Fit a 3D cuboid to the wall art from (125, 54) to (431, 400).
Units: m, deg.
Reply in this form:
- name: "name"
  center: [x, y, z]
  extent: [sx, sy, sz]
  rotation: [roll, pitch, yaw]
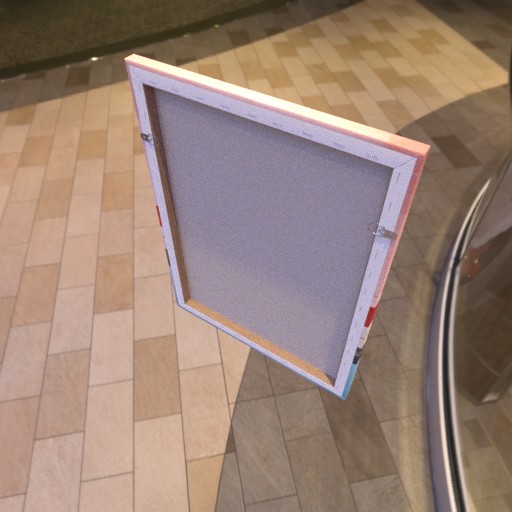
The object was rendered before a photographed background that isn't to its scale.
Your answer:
- name: "wall art"
  center: [0.000, 0.000, 1.337]
  extent: [0.761, 1.016, 0.039]
  rotation: [25, 52, 22]
